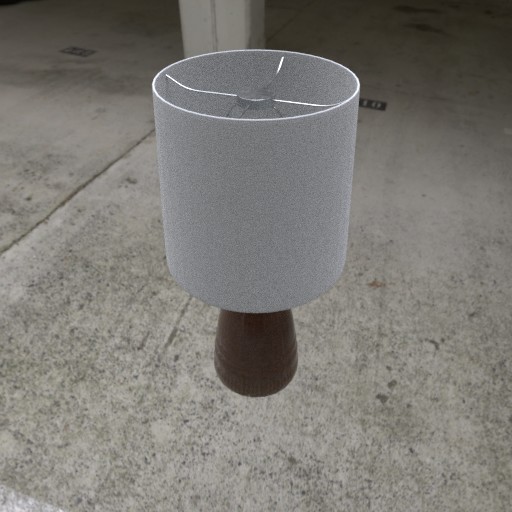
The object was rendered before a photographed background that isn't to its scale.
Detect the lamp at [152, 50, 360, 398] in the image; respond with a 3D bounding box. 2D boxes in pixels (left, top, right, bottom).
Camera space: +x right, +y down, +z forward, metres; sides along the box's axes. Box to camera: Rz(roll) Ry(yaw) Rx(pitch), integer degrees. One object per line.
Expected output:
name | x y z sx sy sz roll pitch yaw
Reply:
lamp | 0.000 0.000 0.473 0.186 0.369 0.186 0 40 0
